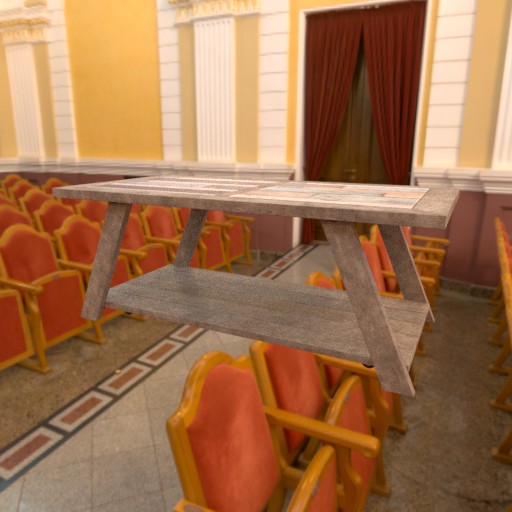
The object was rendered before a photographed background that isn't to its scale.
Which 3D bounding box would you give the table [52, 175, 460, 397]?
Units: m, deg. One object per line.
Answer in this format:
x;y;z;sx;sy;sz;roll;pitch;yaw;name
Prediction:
0.000;0.000;1.540;1.219;0.470;0.610;7;17;25;table
